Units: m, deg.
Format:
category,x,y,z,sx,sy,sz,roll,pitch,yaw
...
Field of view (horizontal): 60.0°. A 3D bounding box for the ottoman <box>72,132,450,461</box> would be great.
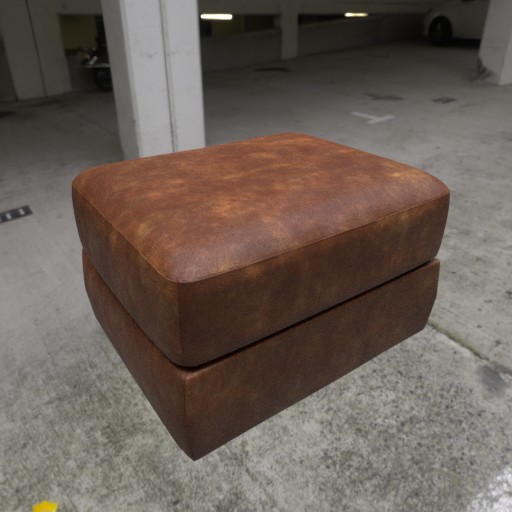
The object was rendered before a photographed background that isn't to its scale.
category,x,y,z,sx,sy,sz,roll,pitch,yaw
ottoman,0.000,0.000,1.125,0.751,0.476,0.603,-19,34,-30
